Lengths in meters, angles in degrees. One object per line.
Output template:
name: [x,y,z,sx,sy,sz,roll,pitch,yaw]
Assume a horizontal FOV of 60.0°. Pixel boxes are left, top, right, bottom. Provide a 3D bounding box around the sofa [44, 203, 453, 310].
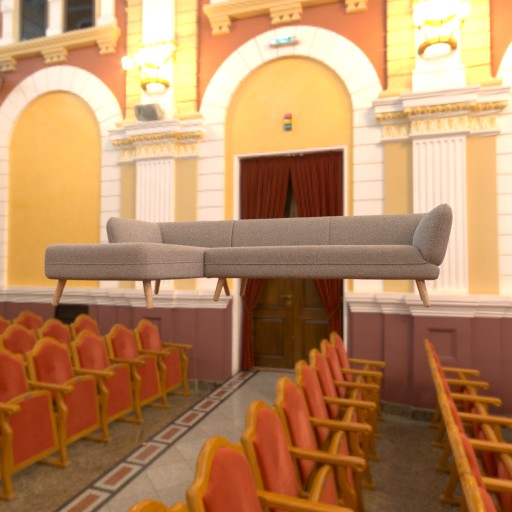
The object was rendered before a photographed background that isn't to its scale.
sofa: [0.000,0.000,3.236,2.653,0.693,1.532,0,-1,19]
